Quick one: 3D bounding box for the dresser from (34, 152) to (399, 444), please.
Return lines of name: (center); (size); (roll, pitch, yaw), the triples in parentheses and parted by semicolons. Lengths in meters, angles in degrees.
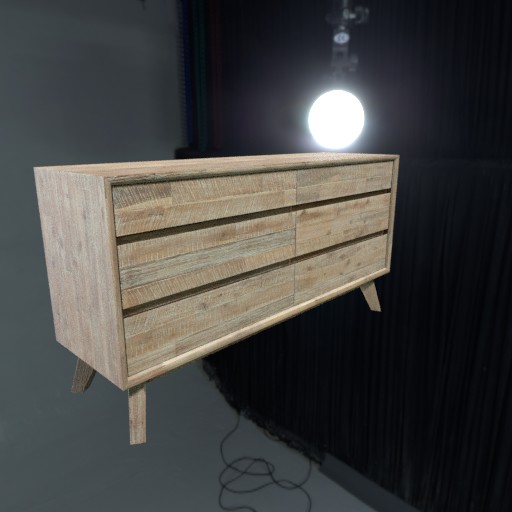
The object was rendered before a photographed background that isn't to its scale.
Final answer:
dresser: (0.000, 0.000, 1.895); (0.455, 0.805, 1.554); (15, 21, 42)
